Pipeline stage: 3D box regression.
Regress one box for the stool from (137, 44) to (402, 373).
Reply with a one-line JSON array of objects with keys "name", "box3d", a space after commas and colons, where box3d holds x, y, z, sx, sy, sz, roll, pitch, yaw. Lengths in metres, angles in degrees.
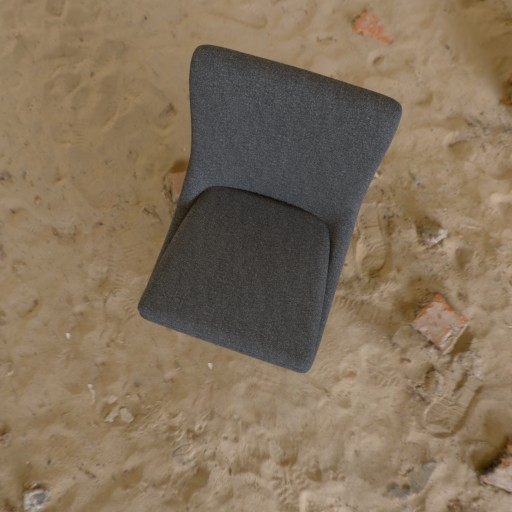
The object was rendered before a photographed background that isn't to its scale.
[{"name": "stool", "box3d": [0.000, 0.000, 1.338, 0.489, 1.068, 0.572, 18, 78, 4]}]
